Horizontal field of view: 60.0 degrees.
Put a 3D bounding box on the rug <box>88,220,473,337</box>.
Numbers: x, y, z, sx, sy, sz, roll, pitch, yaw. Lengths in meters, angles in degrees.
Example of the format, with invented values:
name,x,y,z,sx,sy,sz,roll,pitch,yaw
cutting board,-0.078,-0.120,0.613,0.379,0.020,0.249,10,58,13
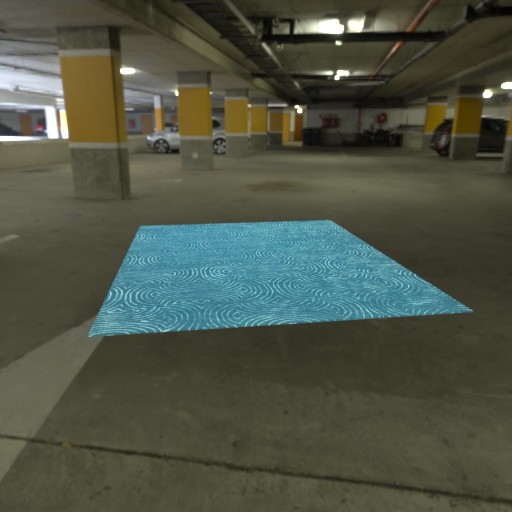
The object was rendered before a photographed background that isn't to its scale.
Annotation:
name,x,y,z,sx,sy,sz,roll,pitch,yaw
rug,0.000,0.000,4.184,2.432,0.012,3.033,-2,16,-8
